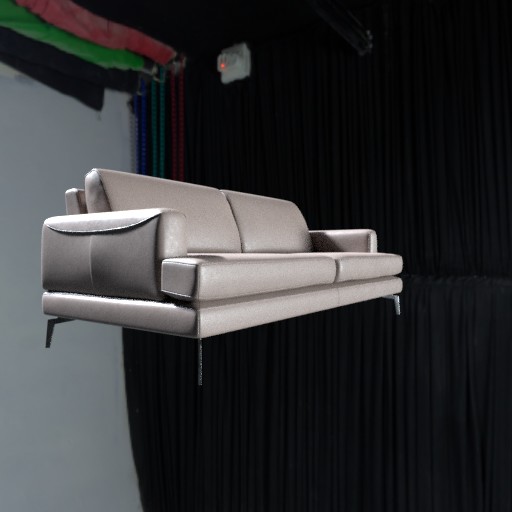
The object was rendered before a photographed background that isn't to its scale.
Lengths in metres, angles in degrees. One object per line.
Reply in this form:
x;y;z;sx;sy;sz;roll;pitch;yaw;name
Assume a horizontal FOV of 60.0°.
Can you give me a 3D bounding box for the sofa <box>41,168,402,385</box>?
0.000;0.000;2.380;0.974;0.765;1.940;0;1;36;sofa
